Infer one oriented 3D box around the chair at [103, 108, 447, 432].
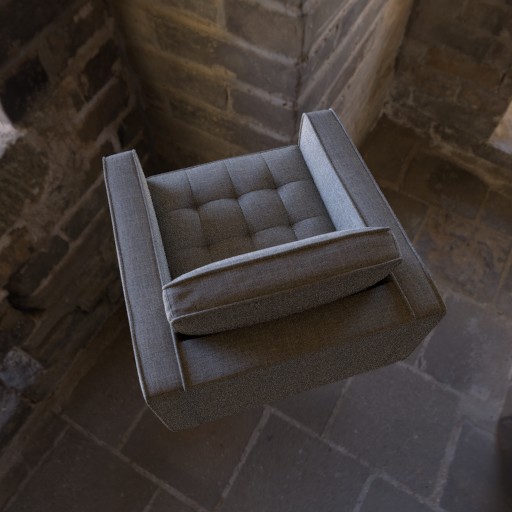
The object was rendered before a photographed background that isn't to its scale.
[{"bbox_3d":[0.000,0.000,1.572,0.889,0.765,0.914,-15,60,-9],"label":"chair"}]
